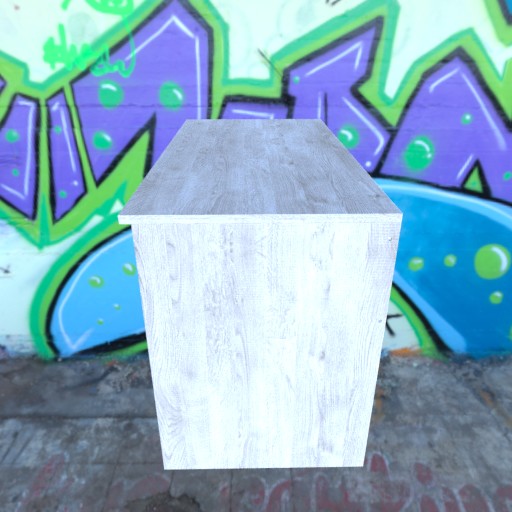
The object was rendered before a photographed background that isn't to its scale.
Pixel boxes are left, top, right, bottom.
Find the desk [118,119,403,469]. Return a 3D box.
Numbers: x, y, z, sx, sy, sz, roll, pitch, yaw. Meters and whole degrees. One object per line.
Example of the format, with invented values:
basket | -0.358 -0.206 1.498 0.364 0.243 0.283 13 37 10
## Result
desk | 0.000 0.000 1.524 0.560 0.730 1.100 0 27 -1
